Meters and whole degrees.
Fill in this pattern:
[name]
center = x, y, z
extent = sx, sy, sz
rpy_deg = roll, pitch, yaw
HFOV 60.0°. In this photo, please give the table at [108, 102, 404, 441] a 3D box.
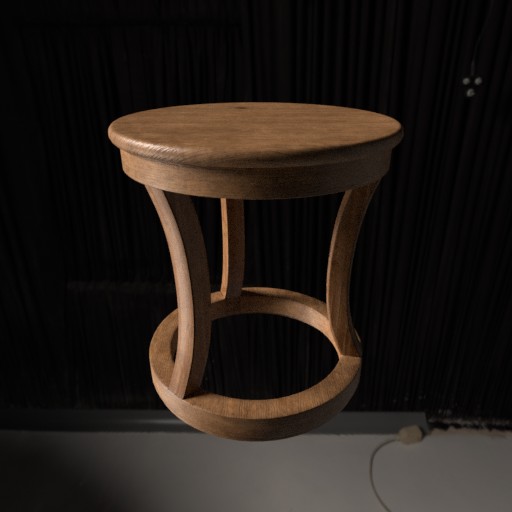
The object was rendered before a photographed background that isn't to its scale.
[table]
center = 0.000, 0.000, 0.771
extent = 0.432, 0.460, 0.432
rpy_deg = 0, 26, 0
